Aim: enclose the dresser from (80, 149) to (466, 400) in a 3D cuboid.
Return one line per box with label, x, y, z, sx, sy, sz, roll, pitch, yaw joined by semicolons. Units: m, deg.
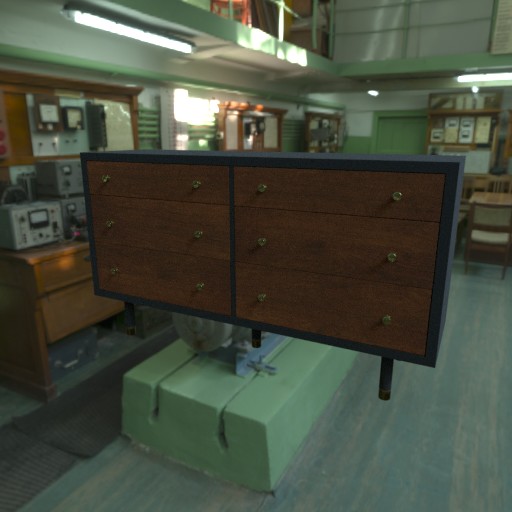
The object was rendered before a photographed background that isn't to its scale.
dresser;0.000;0.000;1.943;1.558;0.872;0.463;8;17;26
